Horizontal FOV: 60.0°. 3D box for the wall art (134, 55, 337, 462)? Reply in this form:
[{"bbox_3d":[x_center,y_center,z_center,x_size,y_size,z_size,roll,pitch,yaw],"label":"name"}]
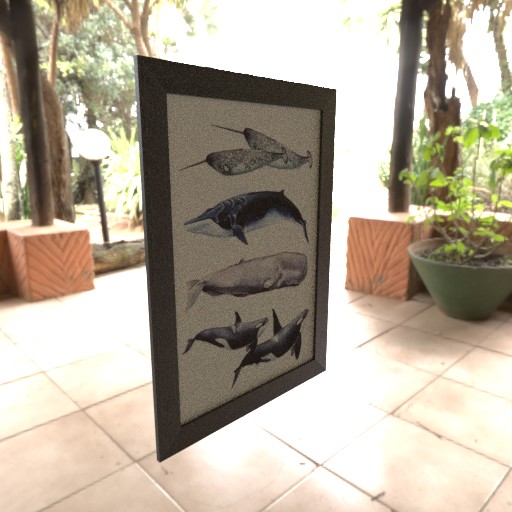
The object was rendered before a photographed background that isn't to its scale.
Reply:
[{"bbox_3d":[0.000,0.000,1.462,0.810,1.116,0.016,-12,18,-43],"label":"wall art"}]
